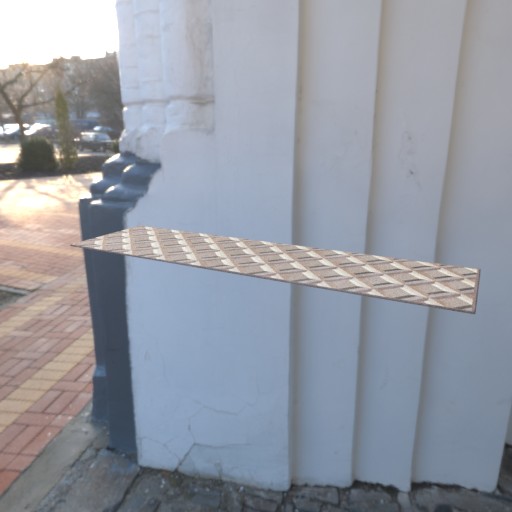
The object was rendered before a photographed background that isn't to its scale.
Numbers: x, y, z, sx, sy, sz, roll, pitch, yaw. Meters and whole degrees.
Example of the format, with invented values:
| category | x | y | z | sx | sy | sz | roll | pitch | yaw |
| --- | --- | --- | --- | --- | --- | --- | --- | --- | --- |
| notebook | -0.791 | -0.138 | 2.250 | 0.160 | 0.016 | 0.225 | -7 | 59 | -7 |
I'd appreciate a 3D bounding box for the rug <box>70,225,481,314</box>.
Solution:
| category | x | y | z | sx | sy | sz | roll | pitch | yaw |
| --- | --- | --- | --- | --- | --- | --- | --- | --- | --- |
| rug | 0.000 | 0.000 | 2.692 | 2.437 | 0.013 | 0.685 | 8 | 18 | 26 |
